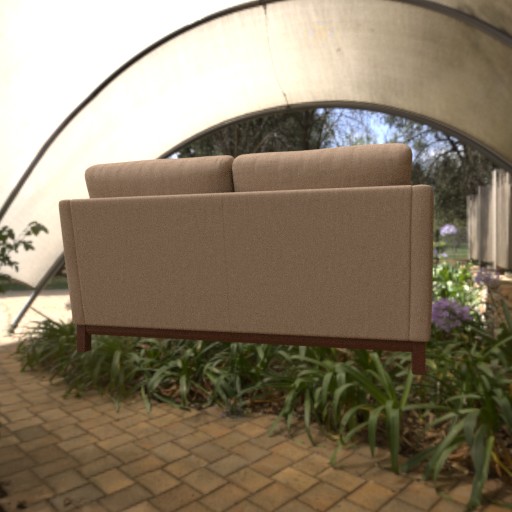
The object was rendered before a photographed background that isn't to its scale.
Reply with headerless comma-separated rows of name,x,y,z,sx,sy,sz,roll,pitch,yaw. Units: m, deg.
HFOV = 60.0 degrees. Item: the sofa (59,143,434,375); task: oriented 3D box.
sofa,0.000,0.000,2.265,1.619,0.910,1.004,0,0,16
